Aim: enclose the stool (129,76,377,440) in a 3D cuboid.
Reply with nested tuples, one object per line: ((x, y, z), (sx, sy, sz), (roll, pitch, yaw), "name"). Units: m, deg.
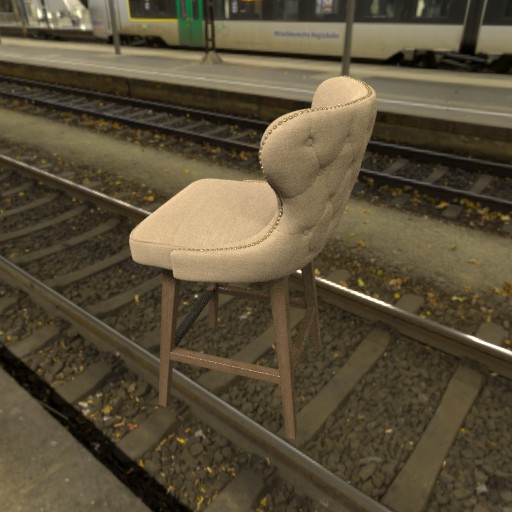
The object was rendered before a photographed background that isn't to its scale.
((0.000, 0.000, 1.340), (0.597, 0.972, 0.615), (9, 30, 15), "stool")
